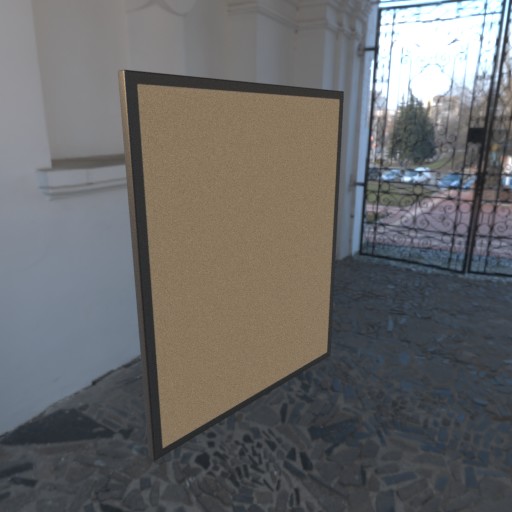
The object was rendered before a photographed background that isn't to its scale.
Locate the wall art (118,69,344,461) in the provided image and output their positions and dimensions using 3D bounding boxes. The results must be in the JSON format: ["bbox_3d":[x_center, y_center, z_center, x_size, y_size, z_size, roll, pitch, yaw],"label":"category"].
[{"bbox_3d":[0.000,0.000,0.798,0.018,0.582,0.481,15,22,42],"label":"wall art"}]
